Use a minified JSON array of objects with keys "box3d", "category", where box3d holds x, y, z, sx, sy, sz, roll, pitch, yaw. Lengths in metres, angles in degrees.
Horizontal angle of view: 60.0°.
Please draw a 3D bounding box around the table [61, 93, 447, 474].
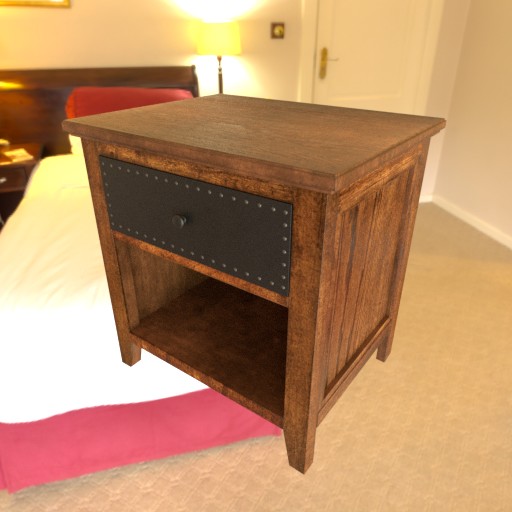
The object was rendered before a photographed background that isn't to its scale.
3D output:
[{"box3d":[0.000,0.000,0.991,0.586,0.597,0.461,19,33,32],"category":"table"}]
